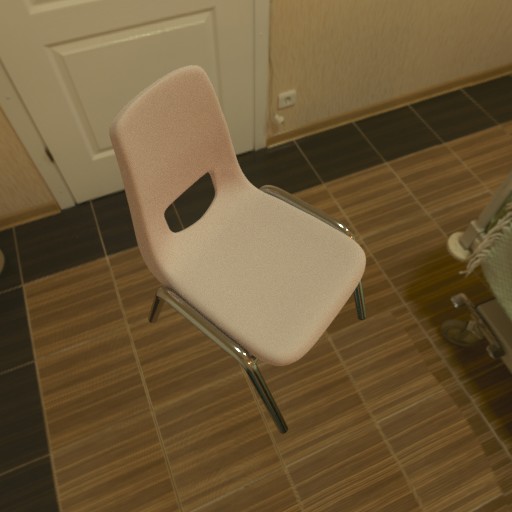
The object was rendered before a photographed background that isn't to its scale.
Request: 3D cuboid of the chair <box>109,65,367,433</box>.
[{"bbox_3d":[0.000,0.000,0.844,0.423,0.586,0.354,33,63,19],"label":"chair"}]
